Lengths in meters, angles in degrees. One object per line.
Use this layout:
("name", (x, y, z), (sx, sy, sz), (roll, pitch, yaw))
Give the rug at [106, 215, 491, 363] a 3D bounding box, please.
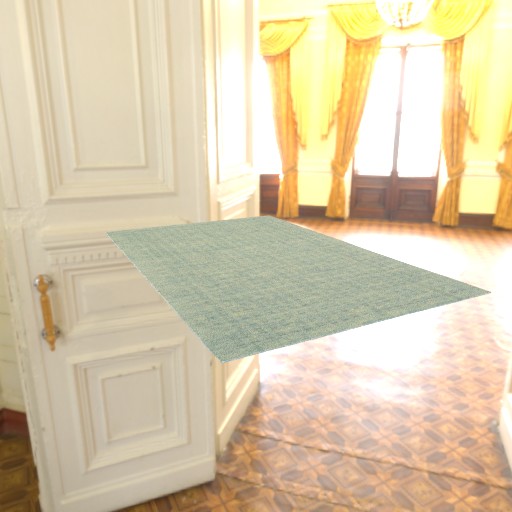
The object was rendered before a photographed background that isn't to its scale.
("rug", (0.000, 0.000, 2.210), (1.142, 0.006, 1.752), (-8, 18, -27))
